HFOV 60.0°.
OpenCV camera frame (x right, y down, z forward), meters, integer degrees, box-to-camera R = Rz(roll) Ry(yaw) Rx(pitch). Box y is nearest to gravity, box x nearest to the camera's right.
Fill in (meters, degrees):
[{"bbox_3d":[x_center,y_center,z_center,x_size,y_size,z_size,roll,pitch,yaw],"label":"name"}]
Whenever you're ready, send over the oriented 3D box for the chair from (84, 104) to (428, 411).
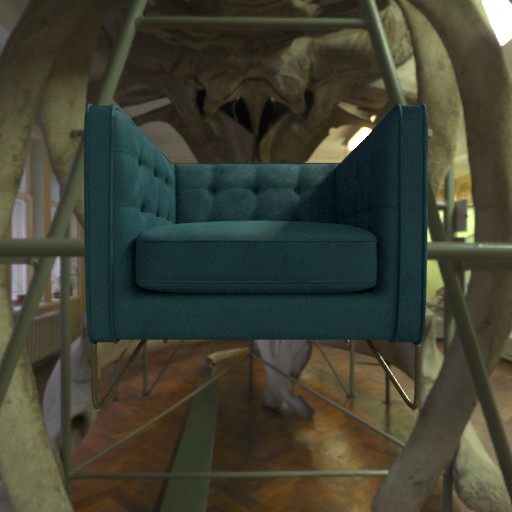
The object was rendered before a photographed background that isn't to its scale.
[{"bbox_3d":[0.000,0.000,1.528,0.880,0.790,0.894,0,1,0],"label":"chair"}]
